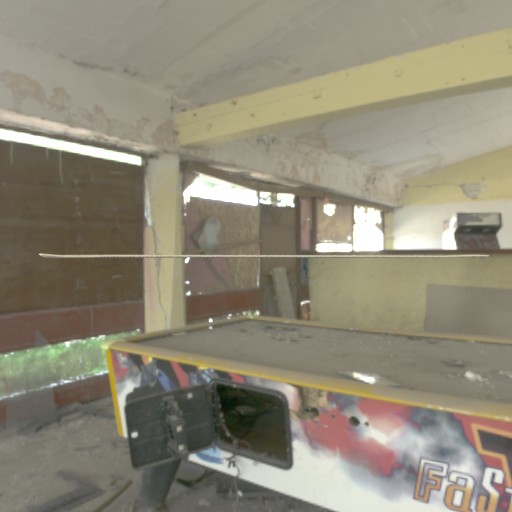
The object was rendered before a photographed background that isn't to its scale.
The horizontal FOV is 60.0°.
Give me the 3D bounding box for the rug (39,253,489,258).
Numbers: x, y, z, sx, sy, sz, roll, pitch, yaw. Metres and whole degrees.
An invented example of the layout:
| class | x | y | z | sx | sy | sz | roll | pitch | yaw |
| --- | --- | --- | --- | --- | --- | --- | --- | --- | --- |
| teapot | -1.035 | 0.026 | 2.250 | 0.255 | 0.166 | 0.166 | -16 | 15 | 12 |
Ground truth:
| class | x | y | z | sx | sy | sz | roll | pitch | yaw |
| --- | --- | --- | --- | --- | --- | --- | --- | --- | --- |
| rug | 0.000 | 0.000 | 2.367 | 1.947 | 0.023 | 1.214 | 0 | 0 | -18 |
